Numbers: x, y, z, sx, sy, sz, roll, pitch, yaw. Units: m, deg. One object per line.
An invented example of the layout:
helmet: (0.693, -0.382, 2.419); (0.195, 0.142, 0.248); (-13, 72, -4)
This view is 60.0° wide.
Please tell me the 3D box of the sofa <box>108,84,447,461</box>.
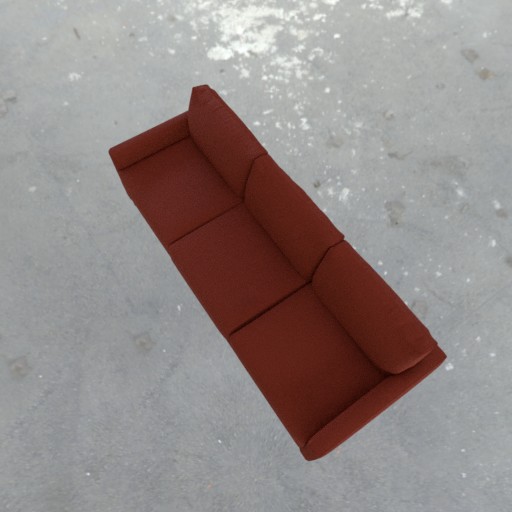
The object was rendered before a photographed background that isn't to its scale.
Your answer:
sofa: (0.000, 0.000, 2.729); (0.875, 0.879, 2.252); (-32, 67, -15)
